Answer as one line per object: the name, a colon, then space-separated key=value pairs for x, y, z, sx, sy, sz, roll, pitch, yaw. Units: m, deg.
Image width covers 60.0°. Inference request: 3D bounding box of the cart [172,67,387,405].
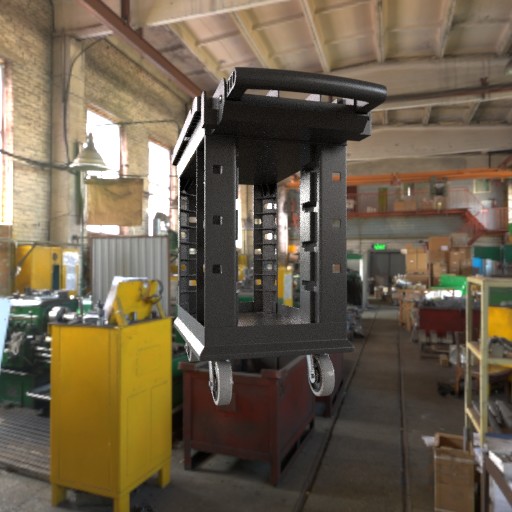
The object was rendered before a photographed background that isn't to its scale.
cart: x=0.000 y=0.000 z=1.542 sx=0.497 sy=0.884 sz=1.061 roll=0 pitch=-1 yaw=-16
